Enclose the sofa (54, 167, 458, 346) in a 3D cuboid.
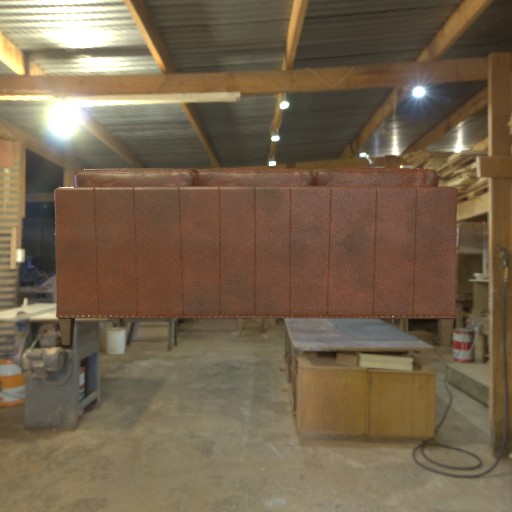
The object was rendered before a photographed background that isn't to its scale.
[{"bbox_3d":[0.000,0.000,2.884,2.240,1.003,1.084,0,-1,1],"label":"sofa"}]
